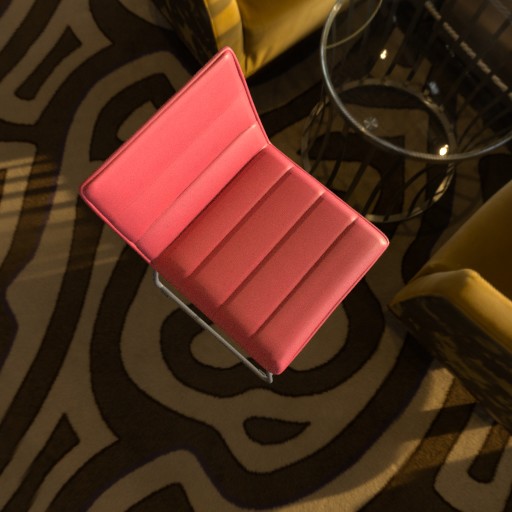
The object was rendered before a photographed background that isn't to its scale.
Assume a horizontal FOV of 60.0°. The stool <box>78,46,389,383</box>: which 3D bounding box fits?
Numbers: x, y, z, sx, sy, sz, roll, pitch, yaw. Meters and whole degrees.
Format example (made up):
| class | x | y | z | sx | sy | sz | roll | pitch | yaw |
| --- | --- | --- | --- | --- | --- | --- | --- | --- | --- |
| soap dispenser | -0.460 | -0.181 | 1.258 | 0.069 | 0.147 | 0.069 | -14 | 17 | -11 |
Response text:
| class | x | y | z | sx | sy | sz | roll | pitch | yaw |
| --- | --- | --- | --- | --- | --- | --- | --- | --- | --- |
| stool | 0.000 | 0.000 | 1.160 | 0.524 | 0.866 | 0.489 | 41 | 80 | 9 |
